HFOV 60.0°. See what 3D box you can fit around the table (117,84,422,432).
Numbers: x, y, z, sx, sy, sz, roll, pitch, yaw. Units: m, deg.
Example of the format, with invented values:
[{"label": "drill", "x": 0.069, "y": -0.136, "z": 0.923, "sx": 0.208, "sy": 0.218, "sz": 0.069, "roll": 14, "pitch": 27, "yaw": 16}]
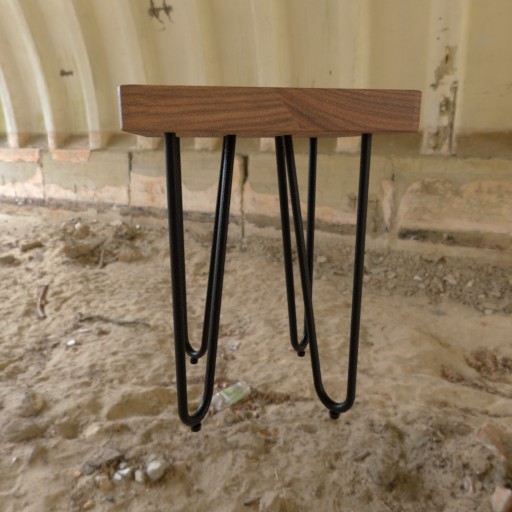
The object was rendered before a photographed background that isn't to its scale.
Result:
[{"label": "table", "x": 0.000, "y": 0.000, "z": 0.974, "sx": 0.479, "sy": 0.641, "sz": 0.480, "roll": -2, "pitch": 14, "yaw": -8}]
